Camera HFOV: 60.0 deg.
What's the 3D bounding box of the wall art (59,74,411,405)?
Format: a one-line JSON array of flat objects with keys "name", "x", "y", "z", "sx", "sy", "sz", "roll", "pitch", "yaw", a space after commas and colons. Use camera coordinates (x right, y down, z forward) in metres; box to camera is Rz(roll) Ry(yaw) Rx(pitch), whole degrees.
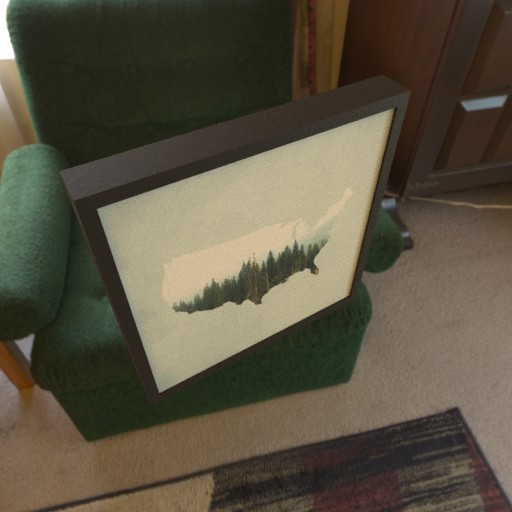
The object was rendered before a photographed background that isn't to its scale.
[{"name": "wall art", "x": 0.000, "y": 0.000, "z": 0.468, "sx": 0.304, "sy": 0.304, "sz": 0.038, "roll": -23, "pitch": 51, "yaw": -21}]
